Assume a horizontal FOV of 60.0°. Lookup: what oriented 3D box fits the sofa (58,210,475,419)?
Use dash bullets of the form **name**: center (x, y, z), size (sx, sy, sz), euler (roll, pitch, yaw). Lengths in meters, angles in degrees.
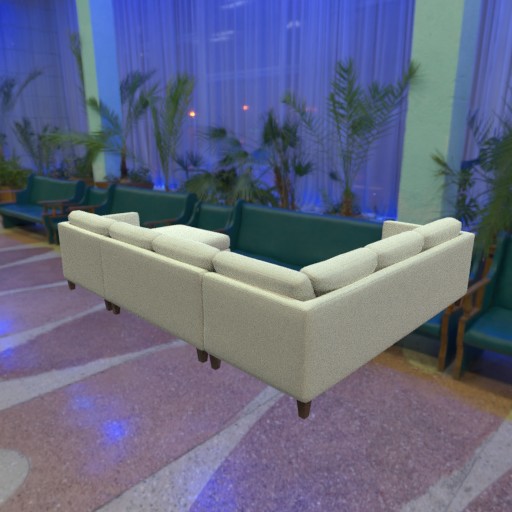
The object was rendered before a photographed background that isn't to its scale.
- **sofa**: center (0.000, 0.000, 4.354), size (3.238, 0.853, 2.551), euler (15, 22, 42)
